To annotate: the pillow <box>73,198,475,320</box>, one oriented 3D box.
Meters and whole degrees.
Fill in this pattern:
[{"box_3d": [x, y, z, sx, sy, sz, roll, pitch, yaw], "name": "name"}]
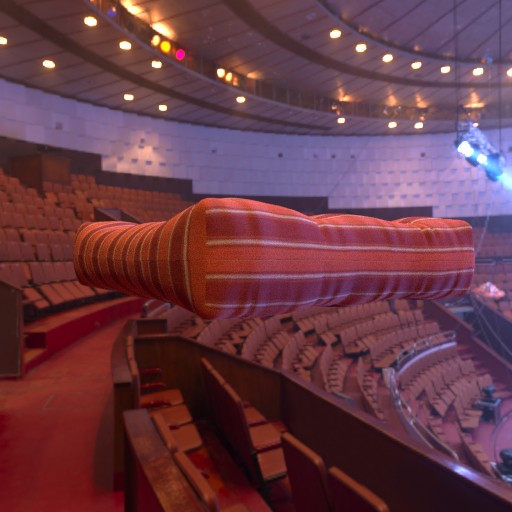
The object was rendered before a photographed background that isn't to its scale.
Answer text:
[{"box_3d": [0.000, 0.000, 0.709, 0.468, 0.133, 0.490, 0, 0, -35], "name": "pillow"}]
